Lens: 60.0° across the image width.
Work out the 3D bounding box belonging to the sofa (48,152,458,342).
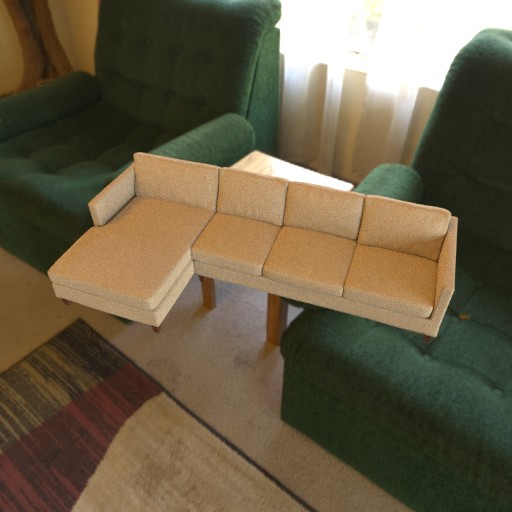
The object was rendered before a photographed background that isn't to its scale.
[{"bbox_3d":[0.000,0.000,3.867,3.186,0.846,1.625,14,44,15],"label":"sofa"}]
